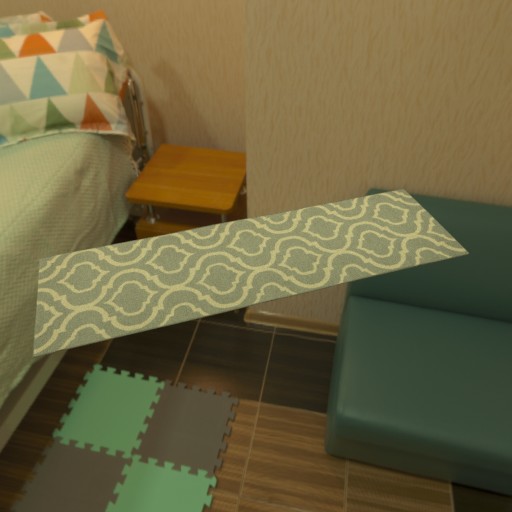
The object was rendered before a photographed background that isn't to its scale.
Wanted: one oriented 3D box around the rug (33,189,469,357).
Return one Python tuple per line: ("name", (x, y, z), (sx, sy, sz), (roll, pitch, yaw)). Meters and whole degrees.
("rug", (0.000, 0.000, 2.445), (2.275, 0.009, 0.684), (-12, 43, -13))
